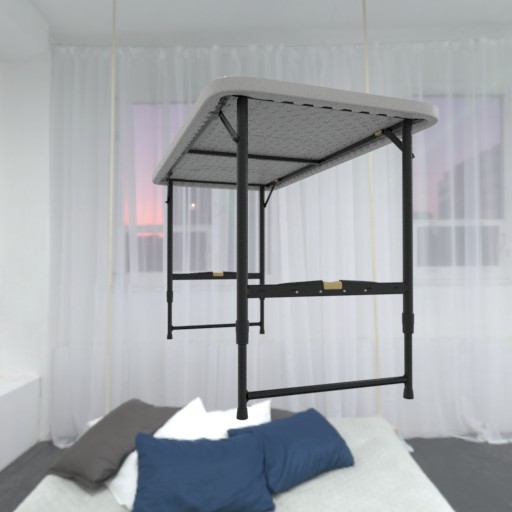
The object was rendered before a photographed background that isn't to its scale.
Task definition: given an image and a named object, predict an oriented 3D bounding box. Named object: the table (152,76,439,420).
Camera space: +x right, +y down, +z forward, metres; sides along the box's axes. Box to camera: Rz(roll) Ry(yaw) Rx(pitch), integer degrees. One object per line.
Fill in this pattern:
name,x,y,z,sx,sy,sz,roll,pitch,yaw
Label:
table,0.000,0.000,1.570,0.610,0.737,1.219,0,-1,-19
